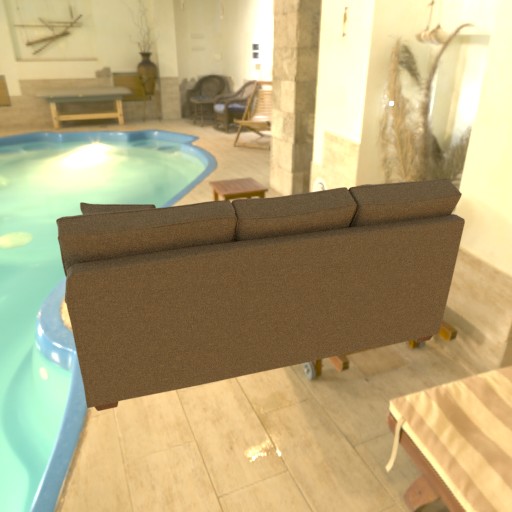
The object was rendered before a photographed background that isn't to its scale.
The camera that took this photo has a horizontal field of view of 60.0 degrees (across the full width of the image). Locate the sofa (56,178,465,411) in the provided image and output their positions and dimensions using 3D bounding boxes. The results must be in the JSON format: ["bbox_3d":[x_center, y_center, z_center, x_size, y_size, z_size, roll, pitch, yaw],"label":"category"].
[{"bbox_3d":[0.000,0.000,2.561,1.963,0.946,1.034,-8,26,-16],"label":"sofa"}]
